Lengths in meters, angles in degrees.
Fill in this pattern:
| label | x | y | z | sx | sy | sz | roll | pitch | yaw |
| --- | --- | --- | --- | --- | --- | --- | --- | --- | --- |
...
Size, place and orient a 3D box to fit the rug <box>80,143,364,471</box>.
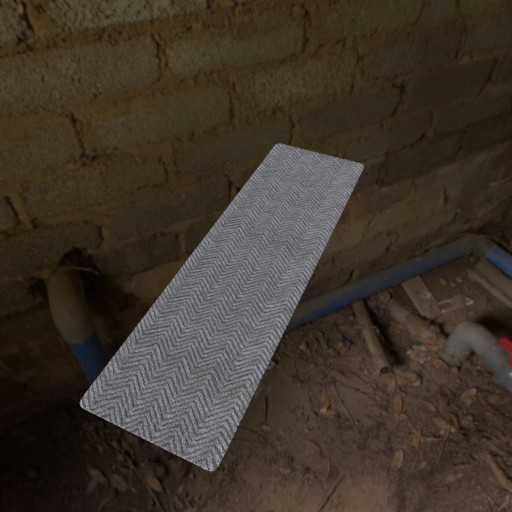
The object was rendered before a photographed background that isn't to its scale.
| label | x | y | z | sx | sy | sz | roll | pitch | yaw |
| --- | --- | --- | --- | --- | --- | --- | --- | --- | --- |
| rug | 0.000 | 0.000 | 2.561 | 0.686 | 0.008 | 2.286 | 18 | 49 | 16 |
